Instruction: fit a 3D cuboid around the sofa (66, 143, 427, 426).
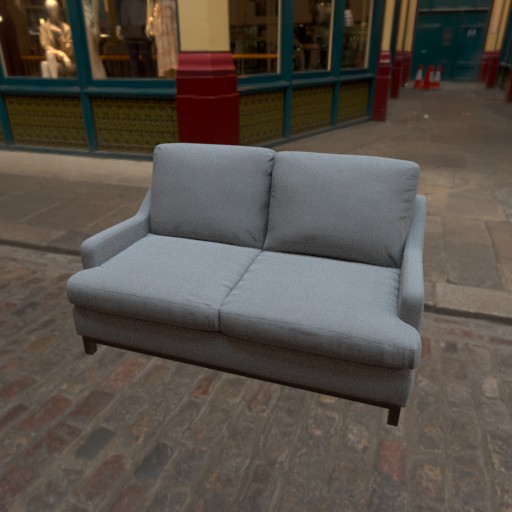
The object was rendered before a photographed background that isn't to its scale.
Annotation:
[{"bbox_3d":[0.000,0.000,2.216,1.589,0.921,0.987,8,27,16],"label":"sofa"}]
